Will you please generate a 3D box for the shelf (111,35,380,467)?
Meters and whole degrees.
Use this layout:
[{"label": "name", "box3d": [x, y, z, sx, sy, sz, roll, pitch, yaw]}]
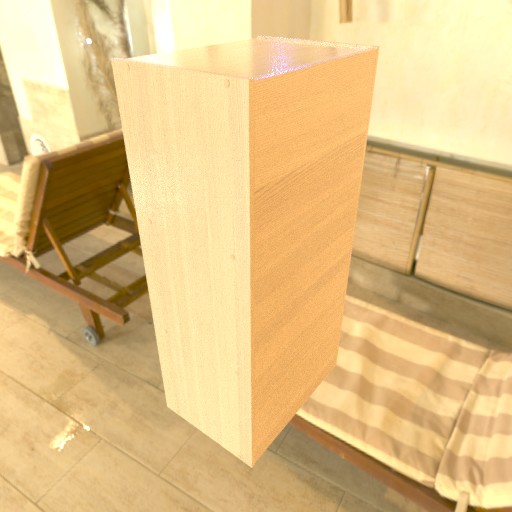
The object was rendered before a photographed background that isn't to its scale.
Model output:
[{"label": "shelf", "box3d": [0.000, 0.000, 1.038, 0.292, 0.876, 0.417, 22, 39, 31]}]
